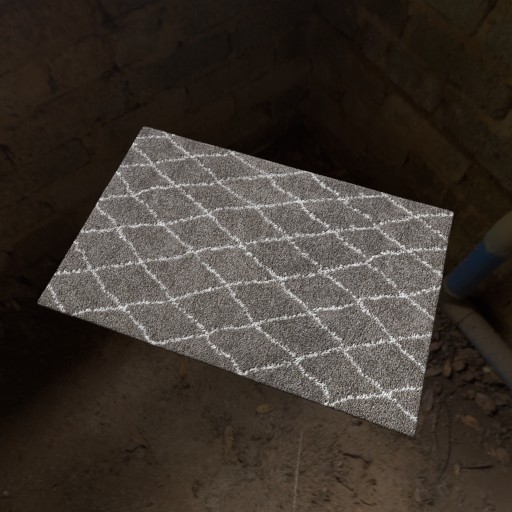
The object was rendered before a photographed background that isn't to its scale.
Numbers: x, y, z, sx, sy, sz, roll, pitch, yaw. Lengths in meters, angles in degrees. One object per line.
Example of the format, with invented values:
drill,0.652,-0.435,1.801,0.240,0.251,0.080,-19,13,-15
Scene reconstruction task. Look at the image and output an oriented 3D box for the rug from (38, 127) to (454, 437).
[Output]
rug,0.000,0.000,3.381,2.743,0.030,1.778,17,65,8
